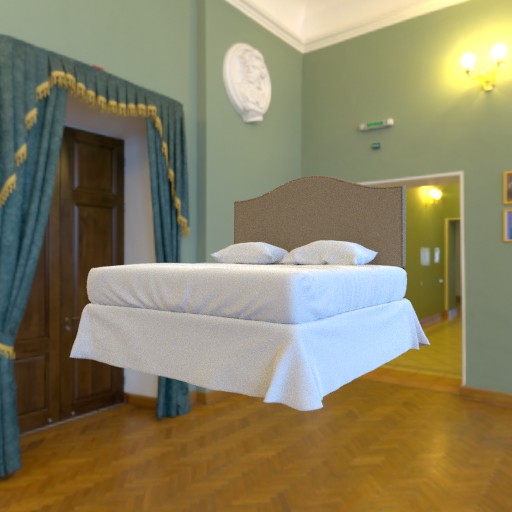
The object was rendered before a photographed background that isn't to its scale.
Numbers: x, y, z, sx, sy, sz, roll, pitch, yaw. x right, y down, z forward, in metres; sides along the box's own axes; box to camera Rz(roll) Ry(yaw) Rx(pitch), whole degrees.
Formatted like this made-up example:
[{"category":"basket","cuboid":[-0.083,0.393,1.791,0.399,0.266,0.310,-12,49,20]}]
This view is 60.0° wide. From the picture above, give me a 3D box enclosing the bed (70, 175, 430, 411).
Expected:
[{"category":"bed","cuboid":[0.000,0.000,3.786,2.311,1.651,2.222,0,0,36]}]
